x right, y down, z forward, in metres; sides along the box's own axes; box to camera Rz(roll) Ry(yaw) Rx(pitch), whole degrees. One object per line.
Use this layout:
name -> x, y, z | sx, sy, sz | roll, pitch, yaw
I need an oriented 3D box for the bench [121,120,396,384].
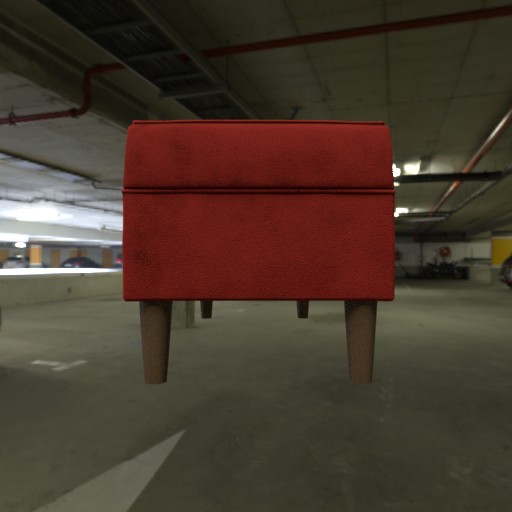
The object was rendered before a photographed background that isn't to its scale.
bench -> 0.000, 0.000, 1.272 | 0.492, 0.471, 1.016 | 0, -1, -1
